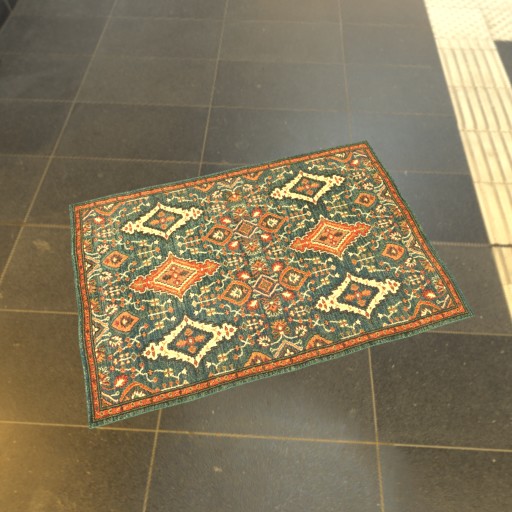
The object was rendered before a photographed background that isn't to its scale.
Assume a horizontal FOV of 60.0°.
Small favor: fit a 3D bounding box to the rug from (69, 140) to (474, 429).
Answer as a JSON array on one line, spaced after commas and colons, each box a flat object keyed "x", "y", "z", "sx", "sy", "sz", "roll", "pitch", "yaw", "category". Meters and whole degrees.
[{"x": 0.000, "y": 0.000, "z": 2.971, "sx": 2.373, "sy": 0.009, "sz": 1.622, "roll": -14, "pitch": 59, "yaw": -9, "category": "rug"}]
